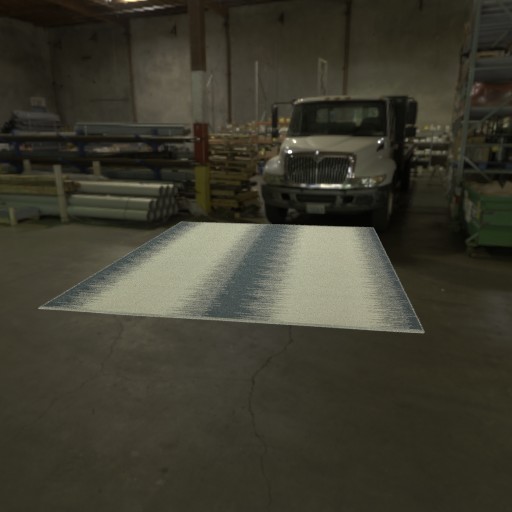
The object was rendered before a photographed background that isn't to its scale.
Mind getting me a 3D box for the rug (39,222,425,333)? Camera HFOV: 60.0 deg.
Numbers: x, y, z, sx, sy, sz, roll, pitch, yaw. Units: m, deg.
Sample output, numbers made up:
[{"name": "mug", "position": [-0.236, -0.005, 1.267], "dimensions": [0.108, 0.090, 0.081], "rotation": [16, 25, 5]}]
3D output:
[{"name": "rug", "position": [0.000, 0.000, 4.184], "dimensions": [2.453, 0.004, 3.037], "rotation": [2, 16, 8]}]
